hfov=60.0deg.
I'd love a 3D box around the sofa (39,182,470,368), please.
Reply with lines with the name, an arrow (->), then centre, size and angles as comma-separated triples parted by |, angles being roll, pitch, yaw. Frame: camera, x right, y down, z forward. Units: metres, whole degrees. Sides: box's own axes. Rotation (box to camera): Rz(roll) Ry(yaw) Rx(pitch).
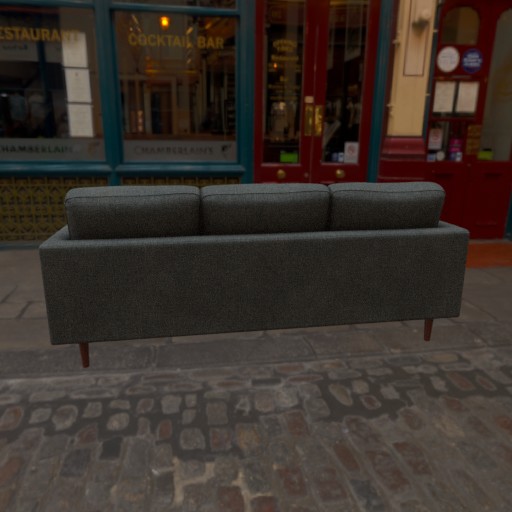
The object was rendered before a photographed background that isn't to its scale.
sofa -> 0.000, 0.000, 2.713 | 2.246, 0.930, 0.903 | -2, 15, -9
